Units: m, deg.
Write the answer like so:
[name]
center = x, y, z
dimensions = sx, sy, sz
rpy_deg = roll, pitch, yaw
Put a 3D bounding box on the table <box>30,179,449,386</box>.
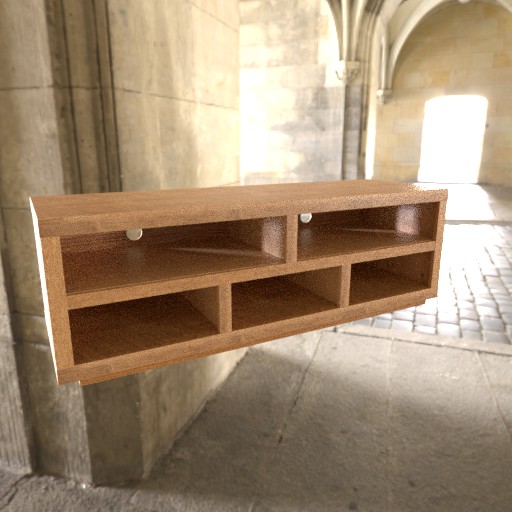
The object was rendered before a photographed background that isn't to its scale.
[table]
center = 0.000, 0.000, 1.716
dimensions = 1.499, 0.491, 0.499
rpy_deg = -8, 17, -27
